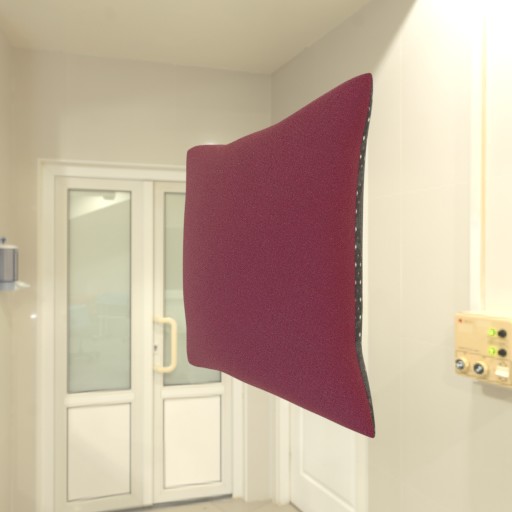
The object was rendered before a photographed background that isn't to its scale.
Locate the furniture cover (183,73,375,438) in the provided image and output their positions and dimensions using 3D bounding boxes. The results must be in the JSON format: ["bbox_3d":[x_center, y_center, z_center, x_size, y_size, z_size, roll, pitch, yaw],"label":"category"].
[{"bbox_3d":[0.000,0.000,0.830,0.193,0.509,0.552,0,0,-36],"label":"furniture cover"}]
